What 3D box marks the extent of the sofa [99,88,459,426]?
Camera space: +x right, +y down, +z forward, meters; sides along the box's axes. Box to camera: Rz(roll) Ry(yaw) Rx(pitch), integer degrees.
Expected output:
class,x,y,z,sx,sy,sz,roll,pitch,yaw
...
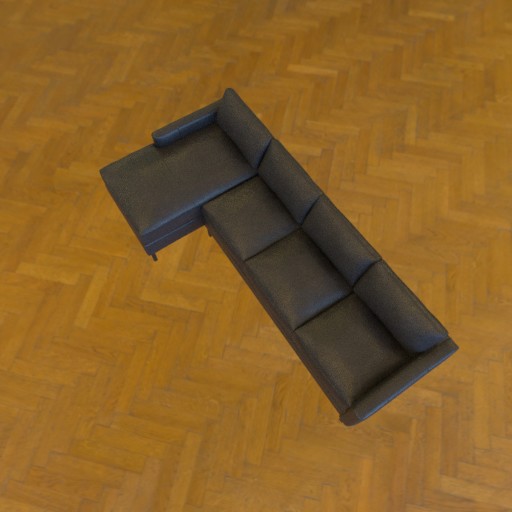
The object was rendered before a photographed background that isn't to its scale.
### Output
class,x,y,z,sx,sy,sz,roll,pitch,yaw
sofa,0.000,0.000,3.682,1.471,0.859,2.993,-31,67,-14
